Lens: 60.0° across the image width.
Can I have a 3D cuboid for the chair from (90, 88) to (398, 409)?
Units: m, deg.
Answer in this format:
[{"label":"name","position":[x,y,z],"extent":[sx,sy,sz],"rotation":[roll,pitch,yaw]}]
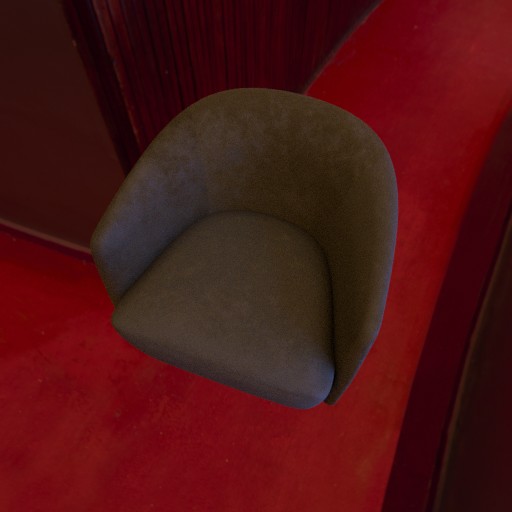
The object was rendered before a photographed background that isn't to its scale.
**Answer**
[{"label":"chair","position":[0.000,0.000,1.401],"extent":[0.773,0.698,0.767],"rotation":[17,60,10]}]
